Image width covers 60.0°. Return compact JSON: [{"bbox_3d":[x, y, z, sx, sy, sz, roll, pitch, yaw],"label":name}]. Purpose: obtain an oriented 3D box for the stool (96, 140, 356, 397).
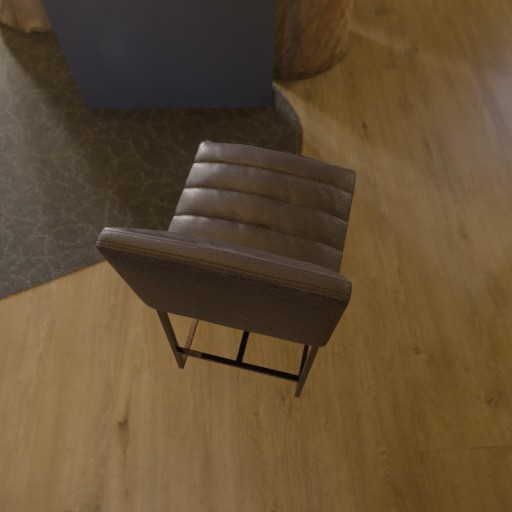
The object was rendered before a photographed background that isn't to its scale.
[{"bbox_3d":[0.000,0.000,1.256,0.463,0.946,0.562,12,64,6],"label":"stool"}]
